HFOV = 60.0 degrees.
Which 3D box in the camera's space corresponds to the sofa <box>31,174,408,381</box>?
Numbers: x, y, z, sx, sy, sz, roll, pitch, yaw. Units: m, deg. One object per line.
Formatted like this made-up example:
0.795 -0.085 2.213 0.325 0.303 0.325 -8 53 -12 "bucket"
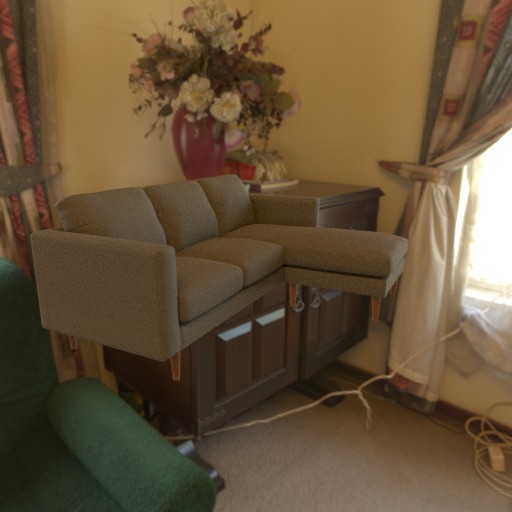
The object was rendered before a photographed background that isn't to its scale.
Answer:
0.000 0.000 2.855 1.591 0.897 2.031 8 17 27 "sofa"
